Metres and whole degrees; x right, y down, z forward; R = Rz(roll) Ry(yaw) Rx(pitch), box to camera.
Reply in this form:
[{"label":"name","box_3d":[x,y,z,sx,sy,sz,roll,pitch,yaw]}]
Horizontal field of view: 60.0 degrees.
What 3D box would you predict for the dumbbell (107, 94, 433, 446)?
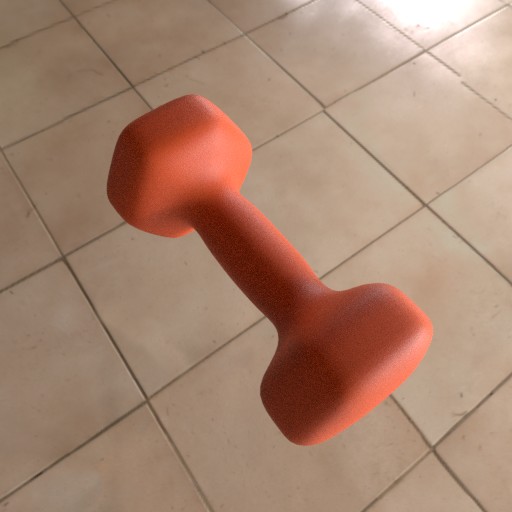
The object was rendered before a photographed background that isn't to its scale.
[{"label":"dumbbell","box_3d":[0.000,0.000,0.204,0.079,0.071,0.162,-34,67,-16]}]
